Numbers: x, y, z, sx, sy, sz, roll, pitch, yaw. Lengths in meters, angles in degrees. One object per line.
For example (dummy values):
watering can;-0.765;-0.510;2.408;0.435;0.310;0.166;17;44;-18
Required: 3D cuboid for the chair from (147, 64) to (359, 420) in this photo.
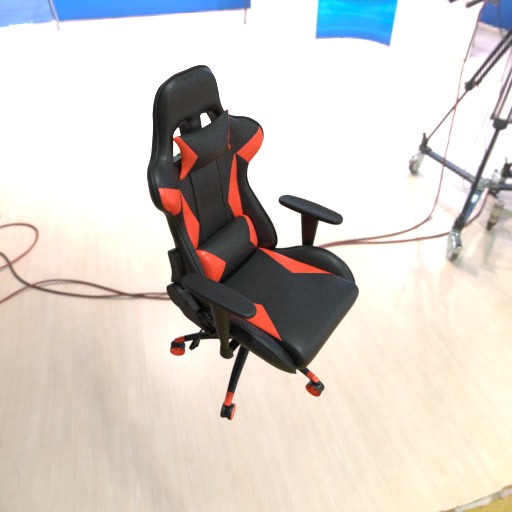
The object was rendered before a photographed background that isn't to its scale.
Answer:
chair;0.000;0.000;1.694;0.730;1.282;0.695;25;47;26
